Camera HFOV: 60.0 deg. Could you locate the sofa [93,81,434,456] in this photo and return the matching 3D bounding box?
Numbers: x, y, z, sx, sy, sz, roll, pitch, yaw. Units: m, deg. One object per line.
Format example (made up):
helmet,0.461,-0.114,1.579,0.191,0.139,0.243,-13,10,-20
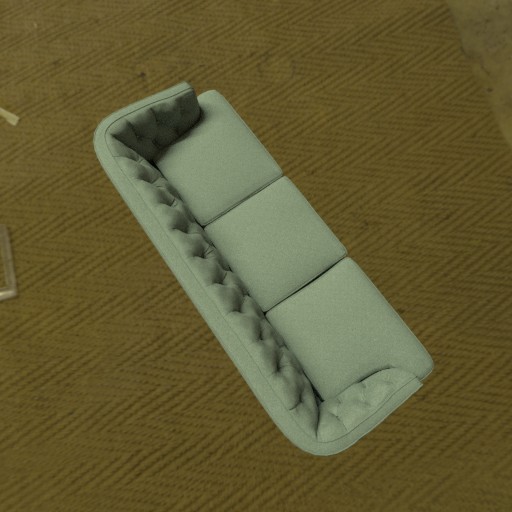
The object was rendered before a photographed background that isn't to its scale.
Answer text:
sofa,0.000,0.000,2.715,0.941,0.855,2.278,-34,77,-9
